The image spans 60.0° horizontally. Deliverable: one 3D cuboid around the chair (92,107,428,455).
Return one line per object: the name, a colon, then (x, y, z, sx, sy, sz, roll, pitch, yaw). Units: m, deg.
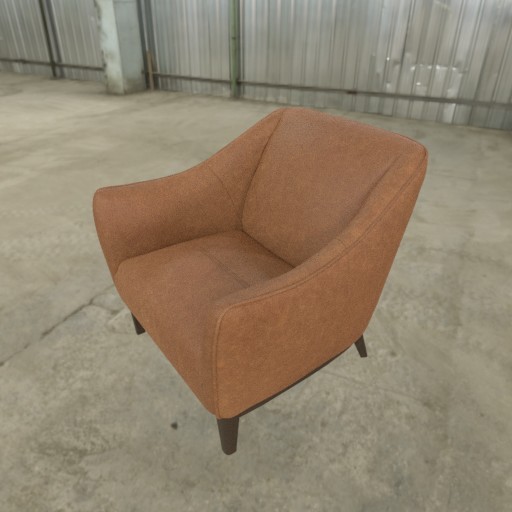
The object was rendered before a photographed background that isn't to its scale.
chair: (0.000, 0.000, 1.560, 0.852, 0.830, 0.871, -20, 36, -30)
